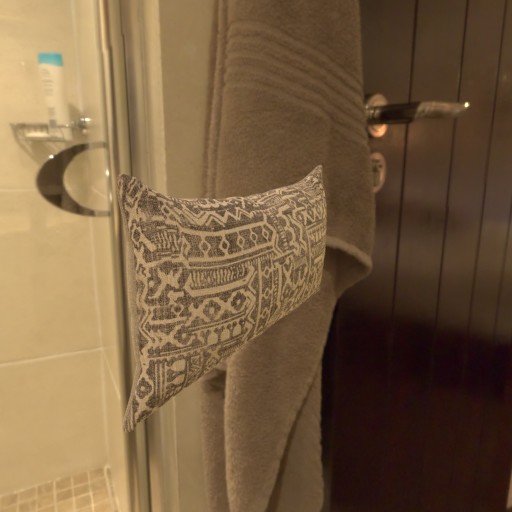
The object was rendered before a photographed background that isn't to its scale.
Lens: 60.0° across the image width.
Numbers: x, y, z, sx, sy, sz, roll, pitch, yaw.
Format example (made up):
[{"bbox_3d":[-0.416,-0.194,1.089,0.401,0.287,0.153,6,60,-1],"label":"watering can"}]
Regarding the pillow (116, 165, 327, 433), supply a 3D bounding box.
[{"bbox_3d":[0.000,0.000,0.741,0.148,0.290,0.631,7,14,27],"label":"pillow"}]
